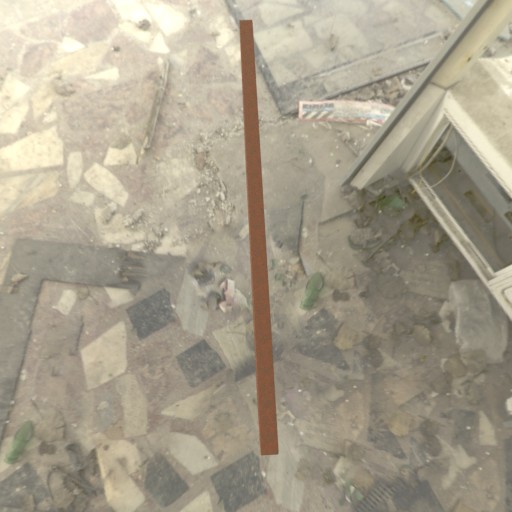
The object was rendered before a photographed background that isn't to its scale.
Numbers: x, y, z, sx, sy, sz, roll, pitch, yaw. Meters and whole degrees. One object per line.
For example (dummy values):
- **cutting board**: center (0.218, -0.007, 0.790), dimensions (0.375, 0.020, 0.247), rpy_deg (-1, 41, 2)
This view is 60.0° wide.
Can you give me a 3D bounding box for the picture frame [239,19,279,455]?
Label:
- **picture frame**: center (0.000, 0.000, 1.762), dimensions (0.045, 1.018, 1.329), rpy_deg (-3, 73, -1)
